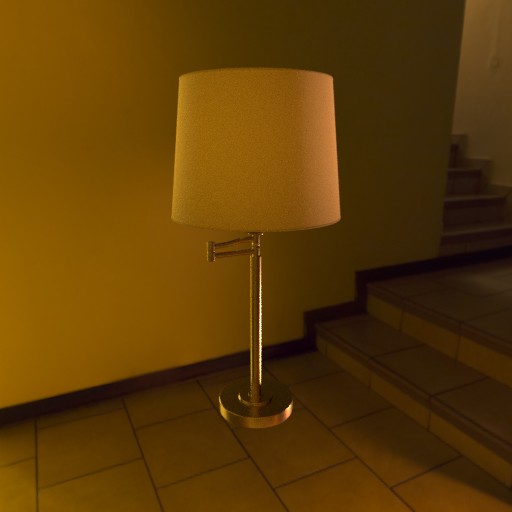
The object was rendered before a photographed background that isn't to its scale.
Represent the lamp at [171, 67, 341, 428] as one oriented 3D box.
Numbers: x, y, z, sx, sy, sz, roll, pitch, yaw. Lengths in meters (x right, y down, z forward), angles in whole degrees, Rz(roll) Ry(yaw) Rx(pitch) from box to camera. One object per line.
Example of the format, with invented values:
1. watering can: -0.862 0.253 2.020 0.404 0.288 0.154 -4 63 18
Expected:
1. lamp: 0.000 0.000 0.907 0.333 0.696 0.333 0 15 0
